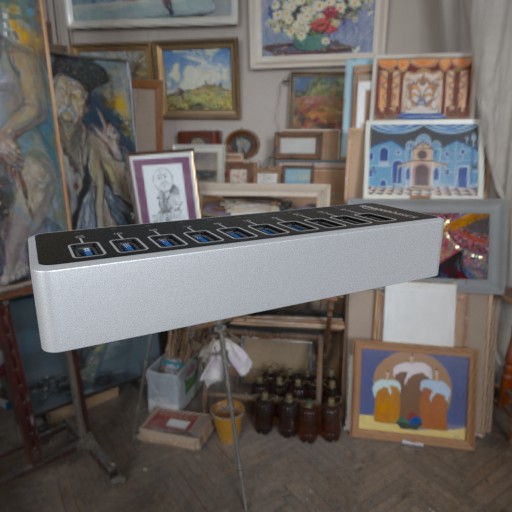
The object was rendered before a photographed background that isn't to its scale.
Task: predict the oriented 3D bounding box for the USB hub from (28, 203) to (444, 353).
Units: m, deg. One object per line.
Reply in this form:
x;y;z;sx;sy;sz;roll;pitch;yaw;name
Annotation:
0.000;0.000;0.160;0.145;0.023;0.044;-8;18;-26;USB hub
